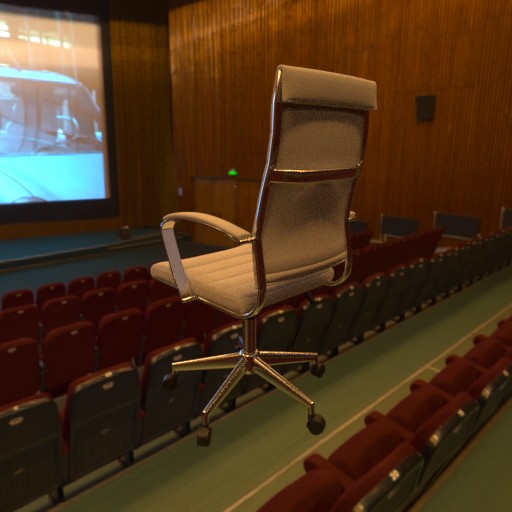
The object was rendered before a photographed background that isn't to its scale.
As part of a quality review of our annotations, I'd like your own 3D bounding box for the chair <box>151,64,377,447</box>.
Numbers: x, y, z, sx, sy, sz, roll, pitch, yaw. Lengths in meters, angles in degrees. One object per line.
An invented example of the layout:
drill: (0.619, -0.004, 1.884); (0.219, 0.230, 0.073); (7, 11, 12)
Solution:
chair: (0.000, 0.000, 1.575); (0.679, 1.149, 0.667); (-14, 20, -43)
